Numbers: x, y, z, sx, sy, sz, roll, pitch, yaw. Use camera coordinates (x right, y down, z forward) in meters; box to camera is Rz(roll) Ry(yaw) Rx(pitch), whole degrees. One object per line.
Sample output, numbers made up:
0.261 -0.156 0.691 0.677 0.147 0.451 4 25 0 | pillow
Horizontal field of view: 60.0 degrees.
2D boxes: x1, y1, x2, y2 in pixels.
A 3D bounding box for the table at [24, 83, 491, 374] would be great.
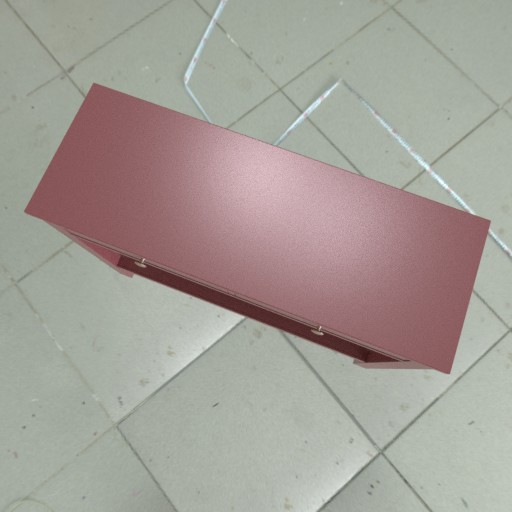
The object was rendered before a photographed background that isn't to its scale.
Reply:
0.000 0.000 1.439 1.068 0.753 0.397 20 77 5 | table
